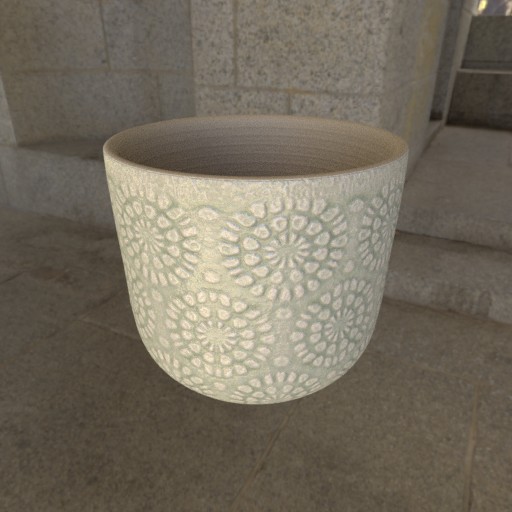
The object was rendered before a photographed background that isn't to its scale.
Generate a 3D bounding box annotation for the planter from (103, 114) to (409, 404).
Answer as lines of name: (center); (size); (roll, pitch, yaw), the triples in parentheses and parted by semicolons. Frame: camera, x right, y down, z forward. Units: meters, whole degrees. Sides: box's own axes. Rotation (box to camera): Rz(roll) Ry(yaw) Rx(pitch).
planter: (0.000, 0.000, 0.289); (0.169, 0.153, 0.169); (0, 26, 0)
